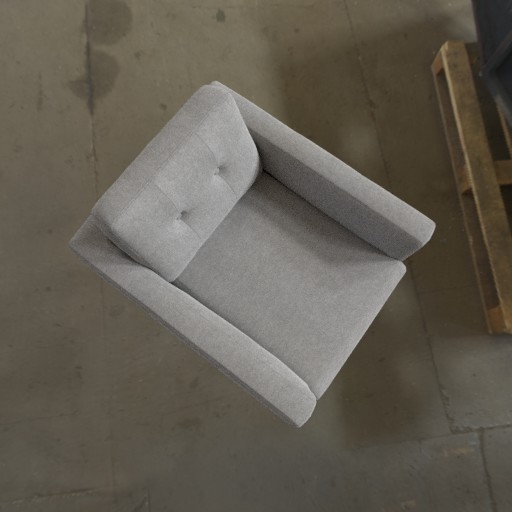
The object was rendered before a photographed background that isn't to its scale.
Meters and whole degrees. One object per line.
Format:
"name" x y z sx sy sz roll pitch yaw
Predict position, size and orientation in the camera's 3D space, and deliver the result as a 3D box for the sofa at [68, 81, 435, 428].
"sofa" 0.000 0.000 1.573 0.920 0.860 0.770 36 78 9
